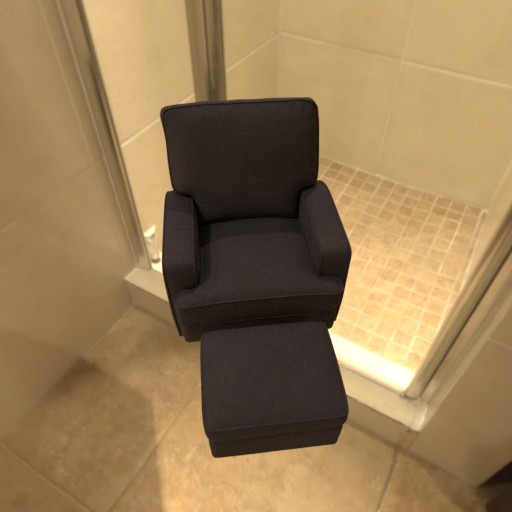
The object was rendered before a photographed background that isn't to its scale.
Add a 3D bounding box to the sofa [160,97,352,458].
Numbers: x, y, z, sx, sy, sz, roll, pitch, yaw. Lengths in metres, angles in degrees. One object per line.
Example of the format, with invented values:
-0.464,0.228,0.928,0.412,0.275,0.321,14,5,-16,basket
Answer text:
0.000,0.000,2.035,0.861,0.959,1.472,-5,47,-4,sofa
